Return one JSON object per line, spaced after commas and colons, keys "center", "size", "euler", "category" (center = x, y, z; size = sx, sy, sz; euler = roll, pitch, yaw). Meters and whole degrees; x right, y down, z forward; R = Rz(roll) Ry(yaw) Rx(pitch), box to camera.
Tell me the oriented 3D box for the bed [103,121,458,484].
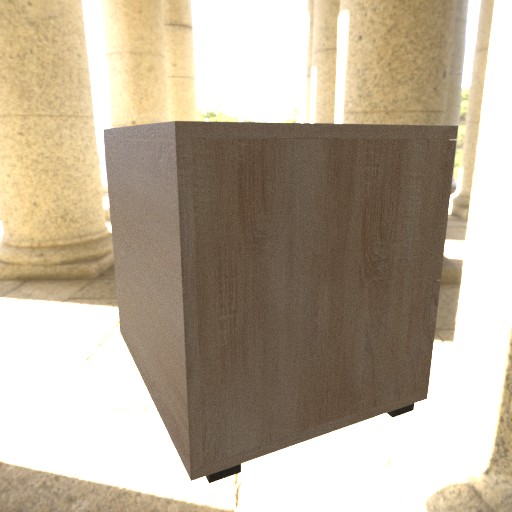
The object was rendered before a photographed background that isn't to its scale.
{"center": [0.000, 0.000, 0.755], "size": [0.401, 0.420, 0.460], "euler": [-7, 17, -26], "category": "bed"}
